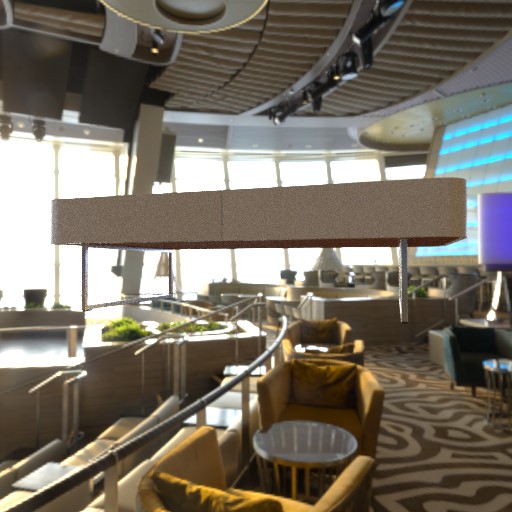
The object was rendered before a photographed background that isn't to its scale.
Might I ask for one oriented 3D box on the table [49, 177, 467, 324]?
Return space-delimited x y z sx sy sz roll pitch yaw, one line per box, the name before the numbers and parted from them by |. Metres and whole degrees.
table | 0.000 0.000 1.455 1.200 0.340 0.600 0 -1 17
